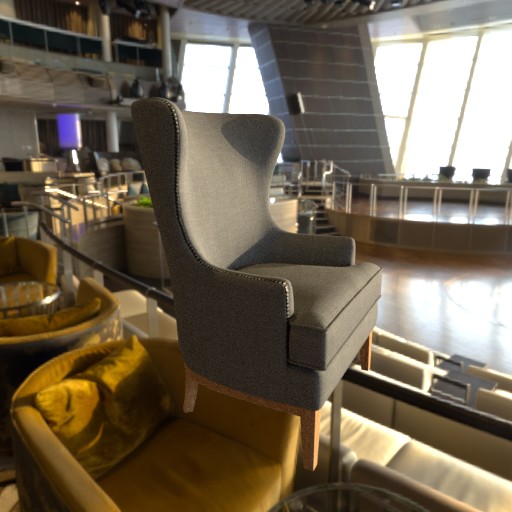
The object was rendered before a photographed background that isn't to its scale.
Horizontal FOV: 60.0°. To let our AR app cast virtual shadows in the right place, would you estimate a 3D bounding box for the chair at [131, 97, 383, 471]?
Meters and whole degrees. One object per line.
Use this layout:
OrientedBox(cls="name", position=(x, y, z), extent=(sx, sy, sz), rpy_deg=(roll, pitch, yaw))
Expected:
OrientedBox(cls="chair", position=(0.000, 0.000, 1.813), extent=(0.883, 1.176, 0.864), rpy_deg=(7, 15, 26))
